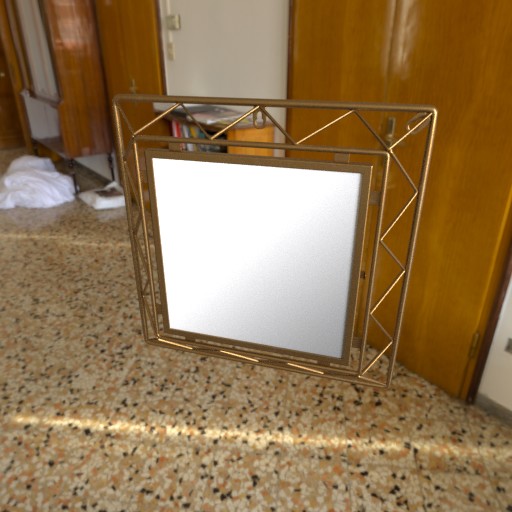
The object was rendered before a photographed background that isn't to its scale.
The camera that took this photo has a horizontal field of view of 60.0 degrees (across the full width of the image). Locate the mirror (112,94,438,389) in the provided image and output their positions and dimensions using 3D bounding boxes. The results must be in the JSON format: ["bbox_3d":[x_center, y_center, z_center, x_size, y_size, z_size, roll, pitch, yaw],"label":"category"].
[{"bbox_3d":[0.000,0.000,0.620,0.416,0.414,0.046,7,27,14],"label":"mirror"}]
